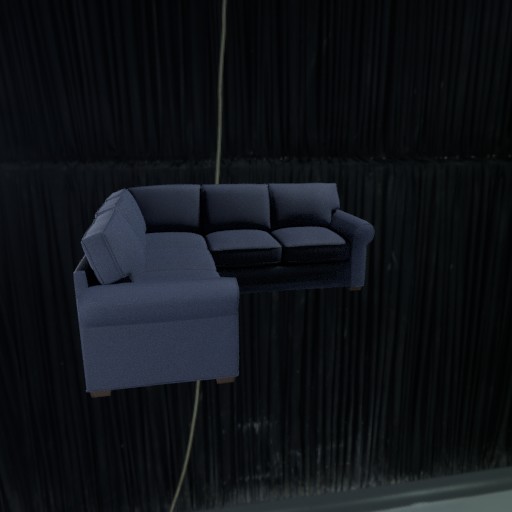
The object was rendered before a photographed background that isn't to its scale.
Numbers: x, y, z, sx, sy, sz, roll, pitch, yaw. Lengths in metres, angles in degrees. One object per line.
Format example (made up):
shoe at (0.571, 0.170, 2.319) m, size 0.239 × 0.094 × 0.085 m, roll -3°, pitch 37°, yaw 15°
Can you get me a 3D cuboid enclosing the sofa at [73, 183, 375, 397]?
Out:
sofa at (0.000, 0.000, 3.866) m, size 2.562 × 1.042 × 2.487 m, roll -3°, pitch 16°, yaw -11°
